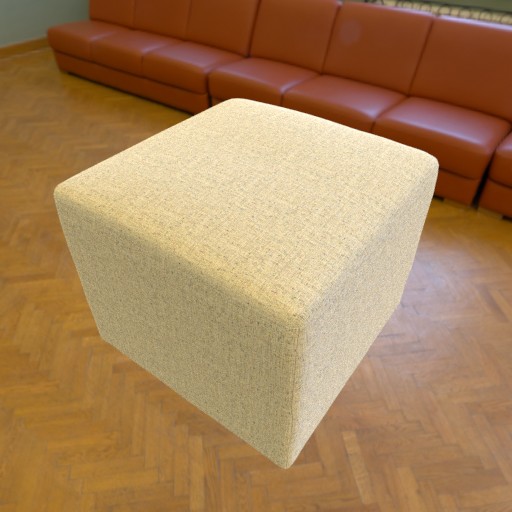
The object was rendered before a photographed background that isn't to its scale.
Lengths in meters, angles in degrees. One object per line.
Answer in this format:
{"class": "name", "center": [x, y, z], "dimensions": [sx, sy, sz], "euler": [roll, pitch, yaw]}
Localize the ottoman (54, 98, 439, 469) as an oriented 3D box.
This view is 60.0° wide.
{"class": "ottoman", "center": [0.000, 0.000, 0.912], "dimensions": [0.512, 0.453, 0.521], "euler": [26, 47, 27]}
